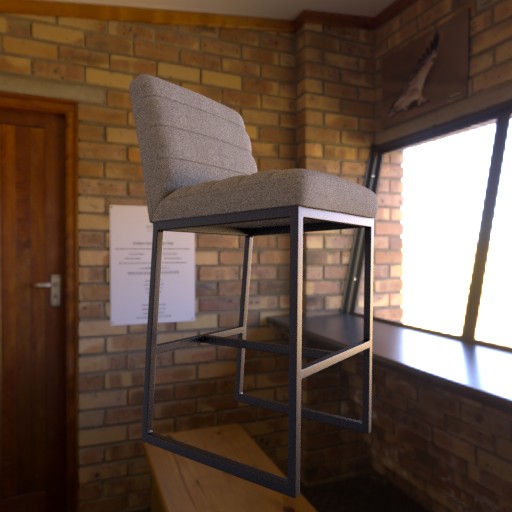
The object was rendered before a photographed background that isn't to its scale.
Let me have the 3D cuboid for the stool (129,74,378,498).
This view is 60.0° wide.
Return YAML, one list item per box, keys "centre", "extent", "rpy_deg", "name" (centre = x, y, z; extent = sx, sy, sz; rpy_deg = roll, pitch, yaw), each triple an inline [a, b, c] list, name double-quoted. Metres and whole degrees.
- centre: [0.000, 0.000, 1.272]
  extent: [0.571, 1.034, 0.459]
  rpy_deg: [0, 1, 36]
  name: "stool"
